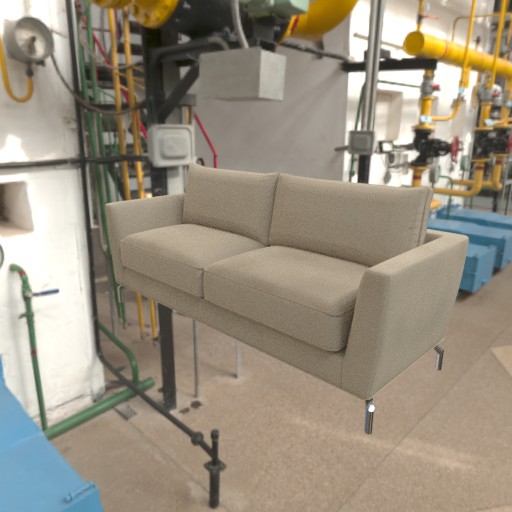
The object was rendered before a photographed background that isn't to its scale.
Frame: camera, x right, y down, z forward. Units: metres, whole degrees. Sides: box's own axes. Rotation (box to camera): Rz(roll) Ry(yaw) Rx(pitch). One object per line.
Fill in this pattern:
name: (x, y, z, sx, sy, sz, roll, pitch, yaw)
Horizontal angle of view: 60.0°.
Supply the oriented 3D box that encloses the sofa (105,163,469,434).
sofa: (0.000, 0.000, 2.756, 2.214, 1.005, 0.868, 16, 23, 42)
